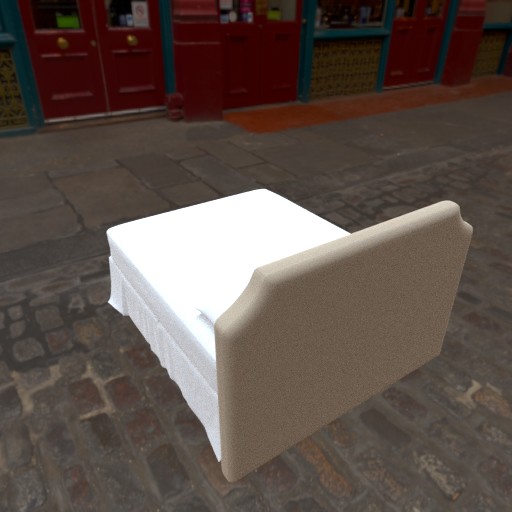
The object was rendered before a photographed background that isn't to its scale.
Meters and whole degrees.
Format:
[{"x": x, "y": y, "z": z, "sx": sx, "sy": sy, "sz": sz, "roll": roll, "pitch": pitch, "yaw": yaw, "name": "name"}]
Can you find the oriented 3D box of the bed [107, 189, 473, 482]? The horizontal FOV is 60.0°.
[{"x": 0.000, "y": 0.000, "z": 3.315, "sx": 1.828, "sy": 1.301, "sz": 2.204, "roll": -19, "pitch": 35, "yaw": -29, "name": "bed"}]
